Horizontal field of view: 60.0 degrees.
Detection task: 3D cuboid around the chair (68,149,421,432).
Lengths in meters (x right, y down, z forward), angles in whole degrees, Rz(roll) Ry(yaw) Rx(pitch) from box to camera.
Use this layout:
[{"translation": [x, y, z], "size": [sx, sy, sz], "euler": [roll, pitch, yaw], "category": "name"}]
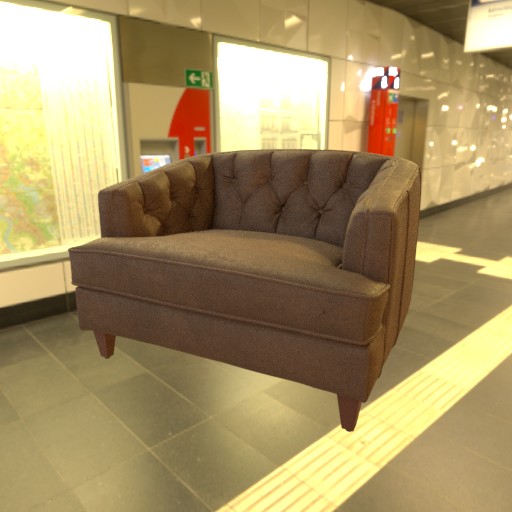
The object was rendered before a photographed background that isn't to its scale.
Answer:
[{"translation": [0.000, 0.000, 1.704], "size": [1.118, 0.787, 0.914], "euler": [8, 16, 27], "category": "chair"}]
